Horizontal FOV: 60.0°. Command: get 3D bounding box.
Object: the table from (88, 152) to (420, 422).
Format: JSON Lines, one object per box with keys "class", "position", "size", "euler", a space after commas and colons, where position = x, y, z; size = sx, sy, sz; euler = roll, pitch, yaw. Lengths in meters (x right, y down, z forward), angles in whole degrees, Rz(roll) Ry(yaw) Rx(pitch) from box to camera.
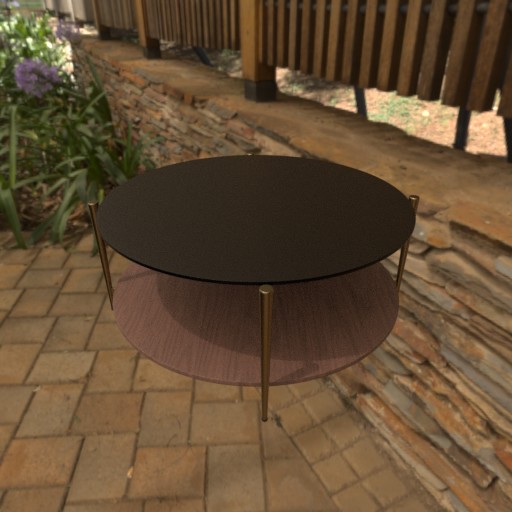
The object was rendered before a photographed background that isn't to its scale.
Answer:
{"class": "table", "position": [0.000, 0.000, 1.460], "size": [0.938, 0.400, 0.938], "euler": [-17, 34, -28]}
